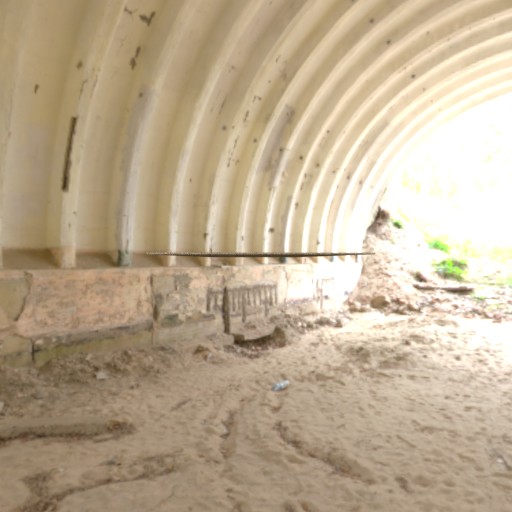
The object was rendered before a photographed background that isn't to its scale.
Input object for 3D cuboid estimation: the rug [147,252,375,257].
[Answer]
[{"bbox_3d":[0.000,0.000,2.718,0.783,0.006,2.438,0,0,-1],"label":"rug"}]
